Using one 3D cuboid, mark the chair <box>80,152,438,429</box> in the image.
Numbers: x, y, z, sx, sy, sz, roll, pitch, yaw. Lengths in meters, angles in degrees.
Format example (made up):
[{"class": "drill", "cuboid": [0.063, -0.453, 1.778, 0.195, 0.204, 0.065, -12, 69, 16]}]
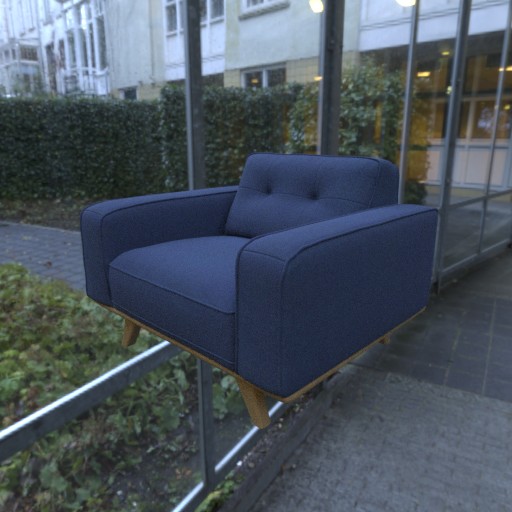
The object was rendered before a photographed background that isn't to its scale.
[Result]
[{"class": "chair", "cuboid": [0.000, 0.000, 1.790, 1.118, 0.783, 0.953, 14, 21, 42]}]
